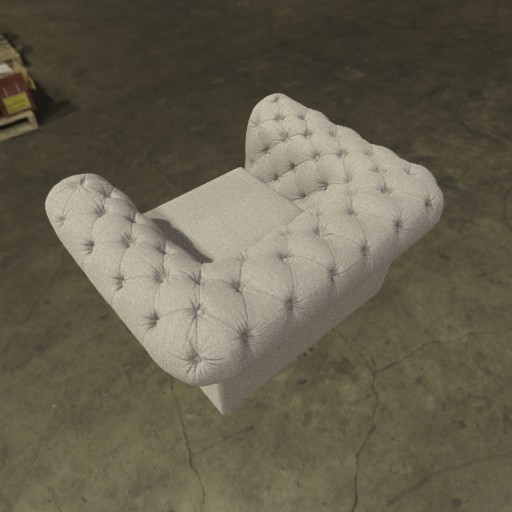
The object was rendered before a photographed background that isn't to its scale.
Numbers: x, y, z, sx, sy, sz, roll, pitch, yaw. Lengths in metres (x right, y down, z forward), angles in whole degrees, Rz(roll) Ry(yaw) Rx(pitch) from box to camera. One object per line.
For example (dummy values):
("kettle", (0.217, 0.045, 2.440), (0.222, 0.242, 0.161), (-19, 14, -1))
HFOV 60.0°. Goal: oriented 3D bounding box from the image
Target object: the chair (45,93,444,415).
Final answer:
("chair", (0.000, 0.000, 1.862), (1.270, 0.770, 0.976), (-32, 54, -27))
